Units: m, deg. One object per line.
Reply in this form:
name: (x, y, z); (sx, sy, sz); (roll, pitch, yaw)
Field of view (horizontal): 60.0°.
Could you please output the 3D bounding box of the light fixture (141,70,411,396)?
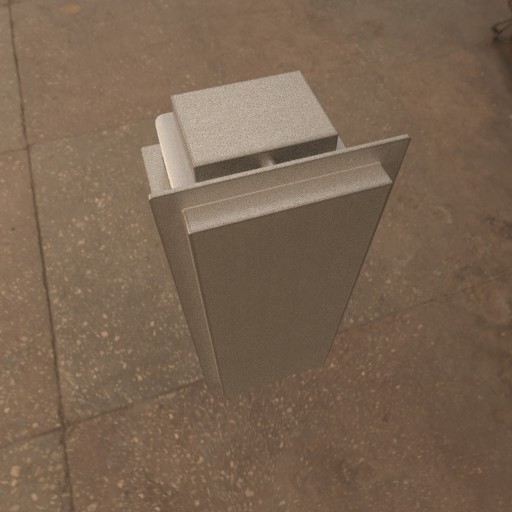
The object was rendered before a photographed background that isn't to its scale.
light fixture: (0.000, 0.000, 0.457); (0.168, 0.380, 0.160); (-15, 58, -9)
